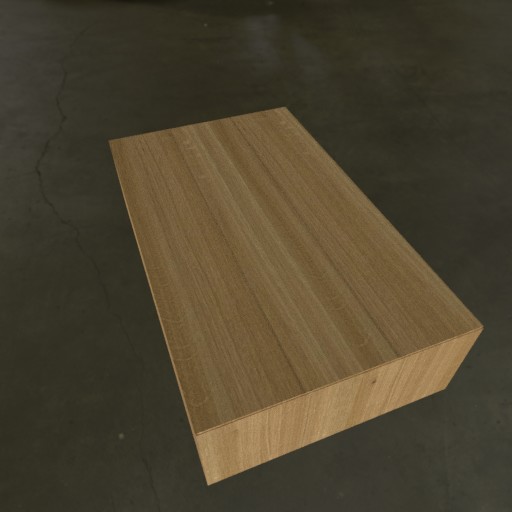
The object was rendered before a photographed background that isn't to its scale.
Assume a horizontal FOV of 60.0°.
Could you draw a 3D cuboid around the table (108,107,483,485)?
[{"bbox_3d":[0.000,0.000,1.405,0.678,0.353,1.110,-16,48,-15],"label":"table"}]
